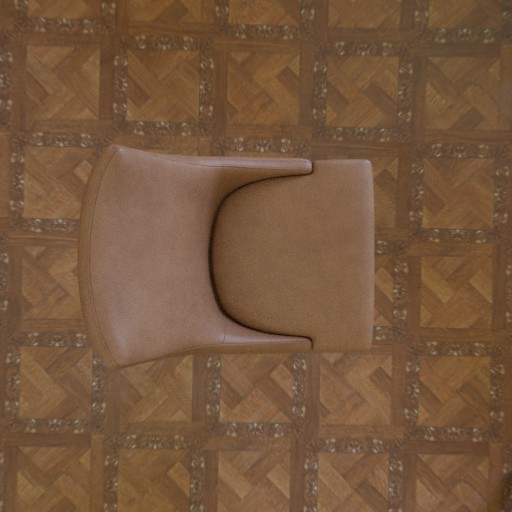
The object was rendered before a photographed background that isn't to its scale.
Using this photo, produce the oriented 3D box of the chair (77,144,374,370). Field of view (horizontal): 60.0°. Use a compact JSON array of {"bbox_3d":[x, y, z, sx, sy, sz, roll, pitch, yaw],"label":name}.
[{"bbox_3d":[0.000,0.000,1.500,0.861,0.909,0.701,0,91,0],"label":"chair"}]
